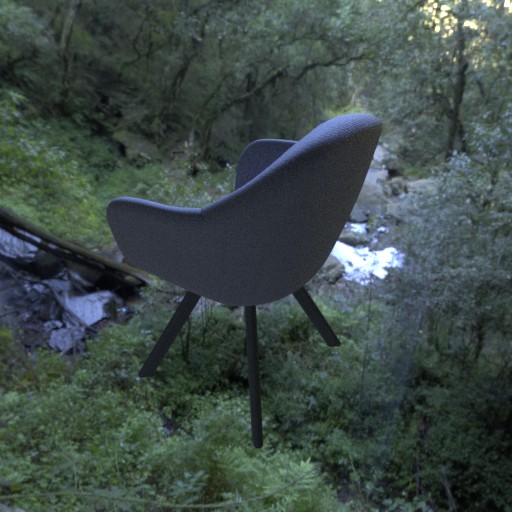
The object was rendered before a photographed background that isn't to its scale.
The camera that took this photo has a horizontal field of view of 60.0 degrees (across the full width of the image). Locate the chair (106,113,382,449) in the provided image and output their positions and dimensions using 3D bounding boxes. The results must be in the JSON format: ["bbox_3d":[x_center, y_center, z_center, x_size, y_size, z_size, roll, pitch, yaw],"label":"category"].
[{"bbox_3d":[0.000,0.000,1.198,0.550,0.795,0.590,19,36,29],"label":"chair"}]
